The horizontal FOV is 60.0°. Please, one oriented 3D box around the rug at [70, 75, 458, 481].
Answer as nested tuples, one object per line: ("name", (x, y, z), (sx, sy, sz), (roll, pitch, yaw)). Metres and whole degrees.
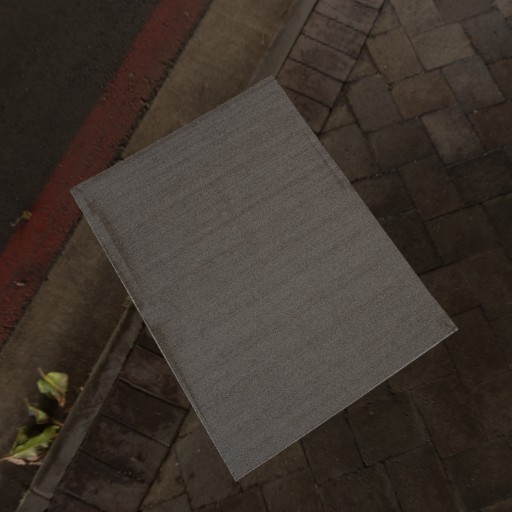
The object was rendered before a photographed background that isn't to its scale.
("rug", (0.000, 0.000, 5.046), (2.873, 0.053, 3.778), (-31, 78, -7))
